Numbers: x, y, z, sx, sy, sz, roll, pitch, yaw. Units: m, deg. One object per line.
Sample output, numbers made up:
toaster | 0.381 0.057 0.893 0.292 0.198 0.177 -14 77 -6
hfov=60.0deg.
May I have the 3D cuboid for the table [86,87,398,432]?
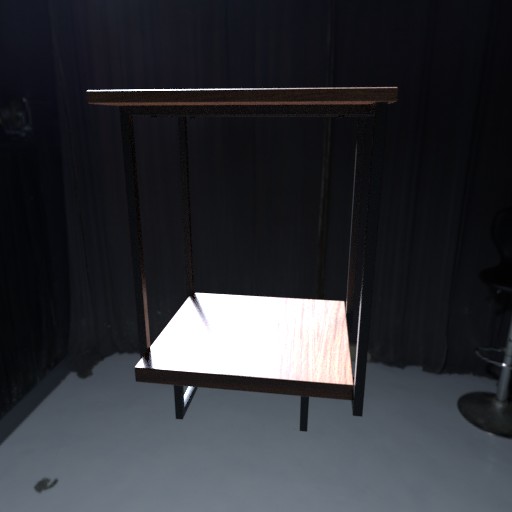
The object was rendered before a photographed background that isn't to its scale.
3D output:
table | 0.000 0.000 0.837 0.411 0.567 0.384 2 17 8
